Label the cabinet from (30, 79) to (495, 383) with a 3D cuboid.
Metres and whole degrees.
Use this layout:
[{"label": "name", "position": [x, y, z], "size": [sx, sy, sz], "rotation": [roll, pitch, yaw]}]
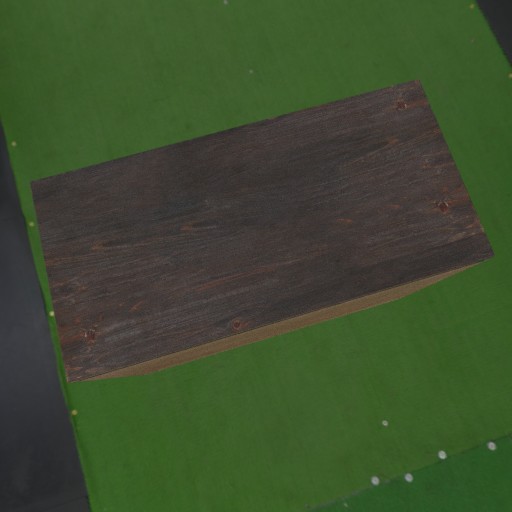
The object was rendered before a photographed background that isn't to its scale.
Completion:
[{"label": "cabinet", "position": [0.000, 0.000, 1.505], "size": [1.023, 0.897, 0.529], "rotation": [-16, 77, -4]}]
